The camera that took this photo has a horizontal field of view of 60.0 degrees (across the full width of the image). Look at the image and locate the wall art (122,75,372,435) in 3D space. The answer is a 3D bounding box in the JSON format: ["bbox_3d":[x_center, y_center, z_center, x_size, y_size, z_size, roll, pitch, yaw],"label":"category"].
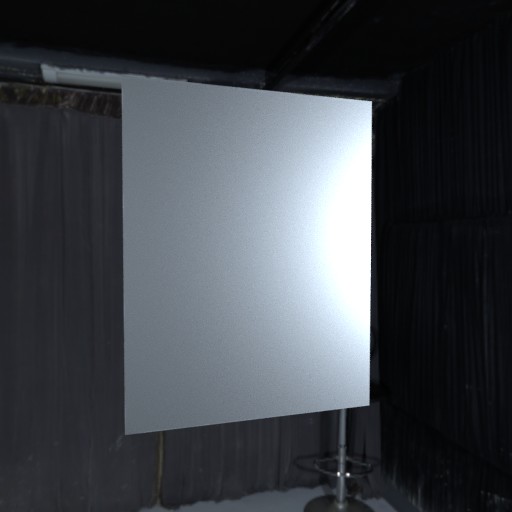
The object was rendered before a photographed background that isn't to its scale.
[{"bbox_3d":[0.000,0.000,1.423,0.816,1.046,0.030,-1,2,-17],"label":"wall art"}]
